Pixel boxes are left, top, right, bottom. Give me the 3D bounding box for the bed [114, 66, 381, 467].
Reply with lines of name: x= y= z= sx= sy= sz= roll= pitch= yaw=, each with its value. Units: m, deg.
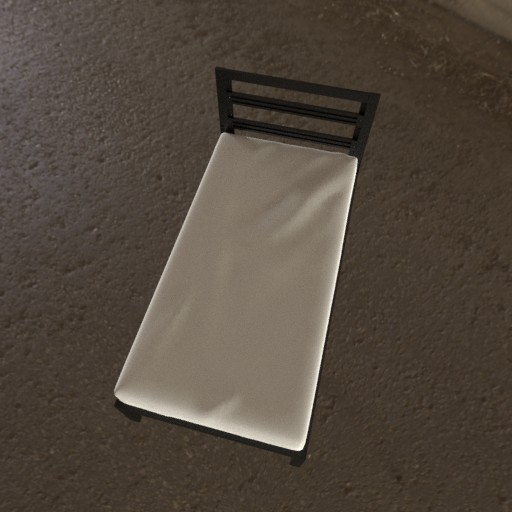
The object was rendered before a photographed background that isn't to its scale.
bed: x=0.000 y=0.000 z=2.553 sx=0.991 sy=0.967 sz=1.930 roll=13 pitch=60 yaw=7
